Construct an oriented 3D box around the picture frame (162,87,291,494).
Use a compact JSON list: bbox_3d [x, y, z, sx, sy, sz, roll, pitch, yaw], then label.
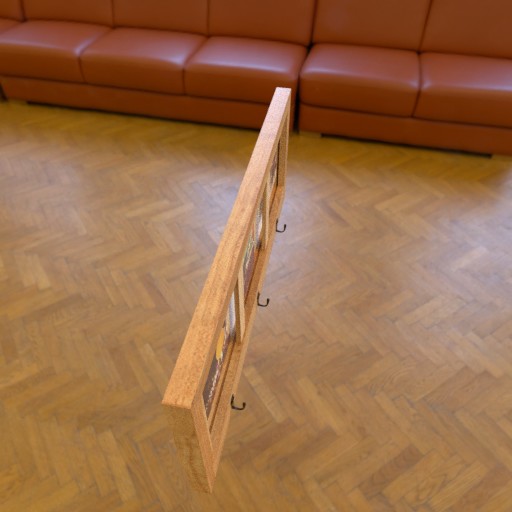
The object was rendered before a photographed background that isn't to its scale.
[{"bbox_3d":[0.000,0.000,0.649,0.045,0.234,0.582,8,47,8],"label":"picture frame"}]
